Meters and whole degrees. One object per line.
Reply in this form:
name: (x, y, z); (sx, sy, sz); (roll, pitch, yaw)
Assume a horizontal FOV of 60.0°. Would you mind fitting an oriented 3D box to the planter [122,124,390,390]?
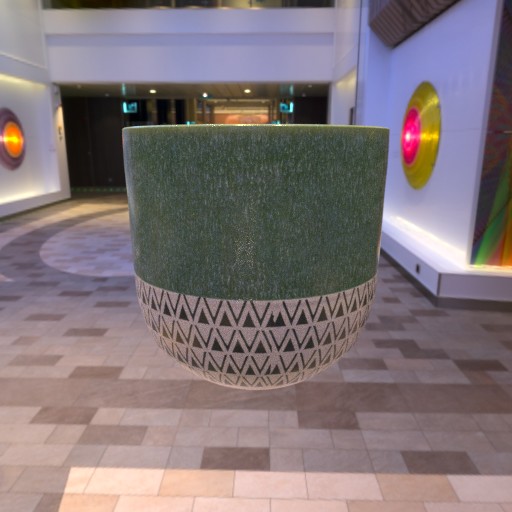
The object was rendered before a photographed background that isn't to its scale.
planter: (0.000, 0.000, 0.491); (0.266, 0.270, 0.266); (0, 14, 0)
